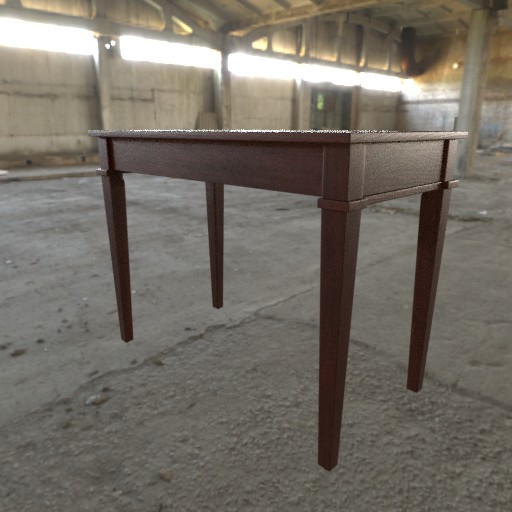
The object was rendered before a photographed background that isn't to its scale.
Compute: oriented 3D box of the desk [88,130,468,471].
[{"bbox_3d":[0.000,0.000,1.401,1.001,0.762,0.549,15,22,42],"label":"desk"}]
